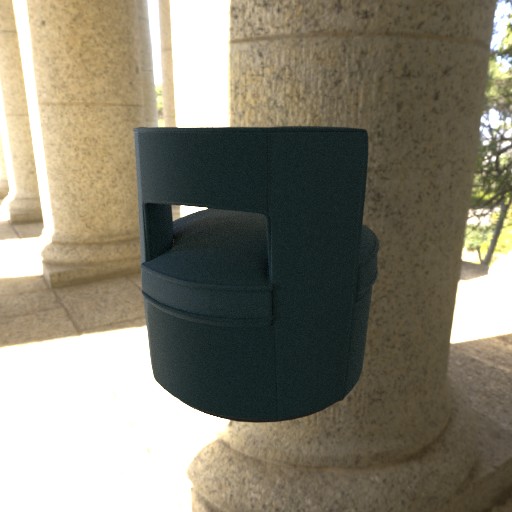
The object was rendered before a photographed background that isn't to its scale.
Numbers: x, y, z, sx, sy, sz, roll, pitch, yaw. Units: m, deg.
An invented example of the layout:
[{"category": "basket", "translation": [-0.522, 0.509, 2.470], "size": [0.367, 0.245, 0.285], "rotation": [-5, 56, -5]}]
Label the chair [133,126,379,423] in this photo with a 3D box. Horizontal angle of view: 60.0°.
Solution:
[{"category": "chair", "translation": [0.000, 0.000, 1.274], "size": [0.684, 0.711, 0.660], "rotation": [8, 18, 27]}]
